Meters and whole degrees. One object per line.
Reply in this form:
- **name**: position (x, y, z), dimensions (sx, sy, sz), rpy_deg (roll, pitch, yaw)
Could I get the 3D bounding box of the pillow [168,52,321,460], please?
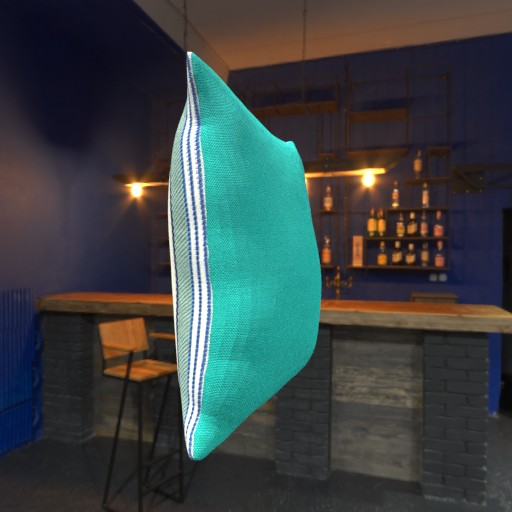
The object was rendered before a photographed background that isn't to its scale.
- **pillow**: position (0.000, 0.000, 0.665), dimensions (0.182, 0.441, 0.440), rpy_deg (0, 0, 19)
